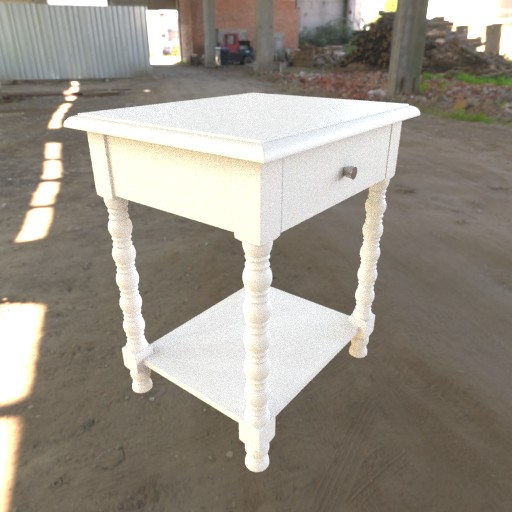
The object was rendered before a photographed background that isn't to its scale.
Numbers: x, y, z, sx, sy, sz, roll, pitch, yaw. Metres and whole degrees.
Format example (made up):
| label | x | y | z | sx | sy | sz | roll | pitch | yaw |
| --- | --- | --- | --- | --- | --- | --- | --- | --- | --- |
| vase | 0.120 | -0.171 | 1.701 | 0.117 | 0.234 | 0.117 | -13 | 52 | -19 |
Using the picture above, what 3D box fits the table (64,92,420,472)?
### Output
| label | x | y | z | sx | sy | sz | roll | pitch | yaw |
| --- | --- | --- | --- | --- | --- | --- | --- | --- | --- |
| table | 0.000 | 0.000 | 0.834 | 0.381 | 0.531 | 0.460 | 18 | 31 | 34 |
